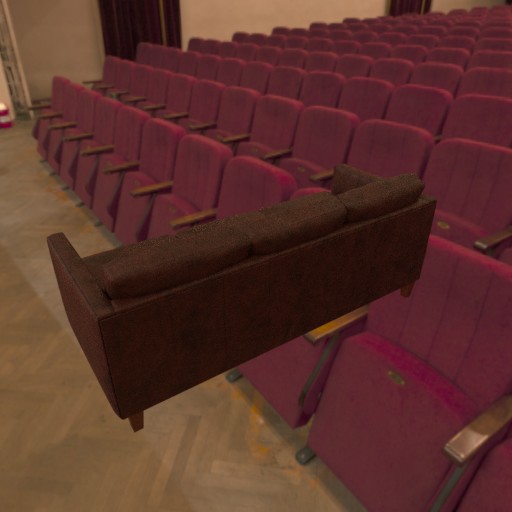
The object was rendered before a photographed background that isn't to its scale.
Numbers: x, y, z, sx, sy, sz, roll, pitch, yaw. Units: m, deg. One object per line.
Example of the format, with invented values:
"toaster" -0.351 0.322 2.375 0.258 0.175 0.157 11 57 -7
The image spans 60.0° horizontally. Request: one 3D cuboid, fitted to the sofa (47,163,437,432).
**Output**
"sofa" 0.000 0.000 3.077 2.464 1.006 1.045 -19 35 -29
